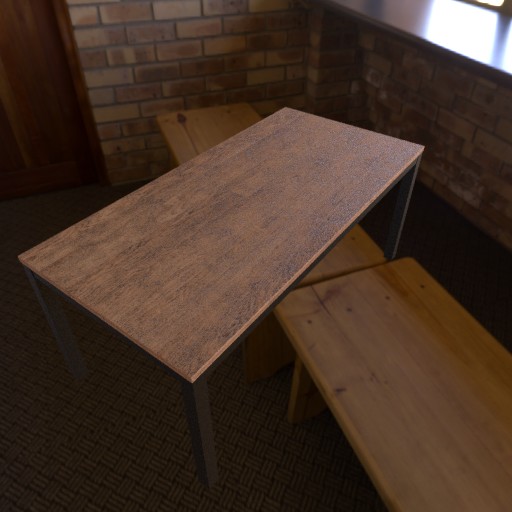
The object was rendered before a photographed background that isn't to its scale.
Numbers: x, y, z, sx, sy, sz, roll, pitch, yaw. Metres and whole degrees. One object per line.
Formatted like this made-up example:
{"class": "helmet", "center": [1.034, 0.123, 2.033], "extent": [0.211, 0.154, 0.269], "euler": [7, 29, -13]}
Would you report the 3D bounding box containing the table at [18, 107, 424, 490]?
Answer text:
{"class": "table", "center": [0.000, 0.000, 2.266], "extent": [0.893, 0.767, 1.805], "euler": [26, 47, 27]}
